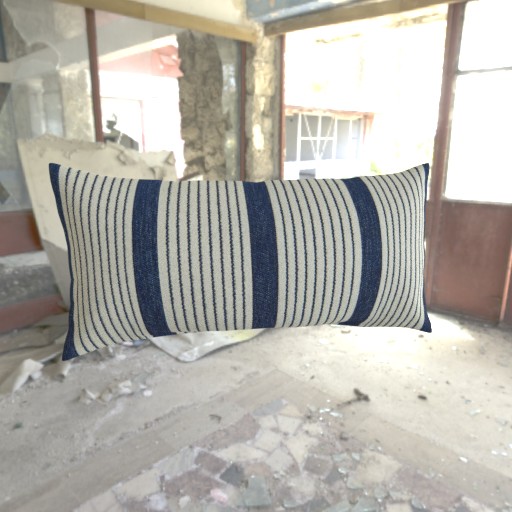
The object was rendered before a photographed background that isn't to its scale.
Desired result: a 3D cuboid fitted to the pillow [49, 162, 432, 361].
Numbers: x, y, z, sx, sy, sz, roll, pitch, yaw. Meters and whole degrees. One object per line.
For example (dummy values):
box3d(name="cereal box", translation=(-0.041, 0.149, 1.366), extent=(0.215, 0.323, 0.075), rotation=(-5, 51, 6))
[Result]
box3d(name="pillow", translation=(0.000, 0.000, 0.706), extent=(0.608, 0.292, 0.156), rotation=(-2, 14, -9))
